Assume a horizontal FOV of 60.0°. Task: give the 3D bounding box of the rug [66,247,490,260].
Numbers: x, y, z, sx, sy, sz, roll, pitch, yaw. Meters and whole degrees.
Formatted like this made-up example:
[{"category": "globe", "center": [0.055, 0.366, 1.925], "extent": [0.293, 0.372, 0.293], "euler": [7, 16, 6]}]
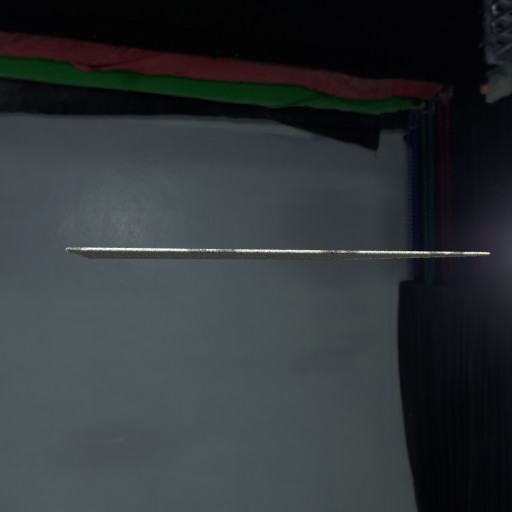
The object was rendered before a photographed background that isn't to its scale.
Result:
[{"category": "rug", "center": [0.000, 0.000, 4.052], "extent": [3.000, 0.026, 2.399], "euler": [0, -1, -18]}]
